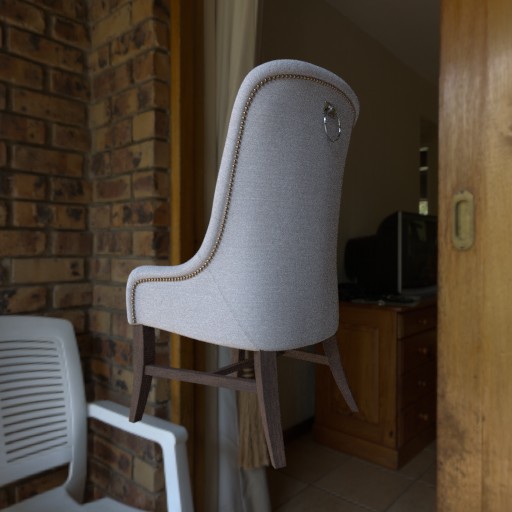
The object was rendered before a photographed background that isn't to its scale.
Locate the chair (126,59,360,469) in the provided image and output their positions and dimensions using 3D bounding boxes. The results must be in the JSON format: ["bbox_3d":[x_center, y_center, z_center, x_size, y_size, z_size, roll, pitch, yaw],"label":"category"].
[{"bbox_3d":[0.000,0.000,1.505,0.629,1.091,0.634,1,1,36],"label":"chair"}]
